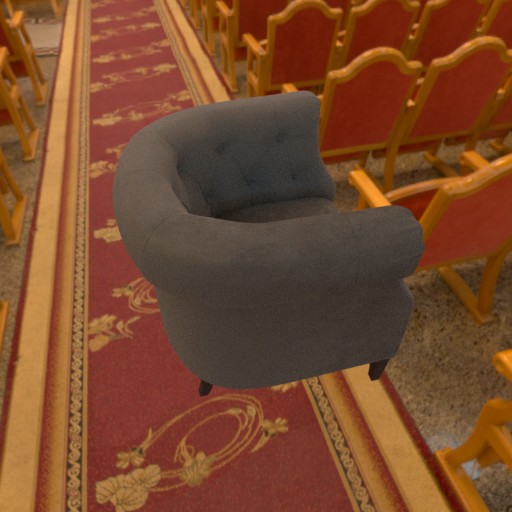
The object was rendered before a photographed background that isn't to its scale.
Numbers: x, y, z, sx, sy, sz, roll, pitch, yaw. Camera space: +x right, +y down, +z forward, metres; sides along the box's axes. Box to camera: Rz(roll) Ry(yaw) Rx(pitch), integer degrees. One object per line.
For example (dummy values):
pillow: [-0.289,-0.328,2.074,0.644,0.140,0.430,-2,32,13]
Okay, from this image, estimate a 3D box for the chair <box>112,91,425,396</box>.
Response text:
chair: [0.000,0.000,1.574,0.851,0.826,0.904,-10,45,-11]
